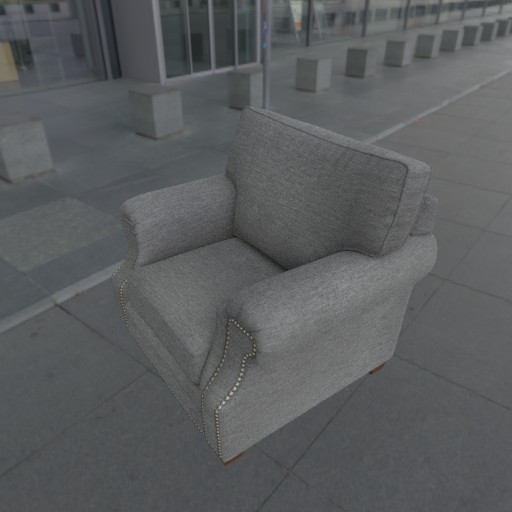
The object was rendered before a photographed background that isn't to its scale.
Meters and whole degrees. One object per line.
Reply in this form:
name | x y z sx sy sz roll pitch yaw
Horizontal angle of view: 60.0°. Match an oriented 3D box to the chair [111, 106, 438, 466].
chair | 0.000 0.000 1.809 0.965 0.961 1.092 -20 37 -30
